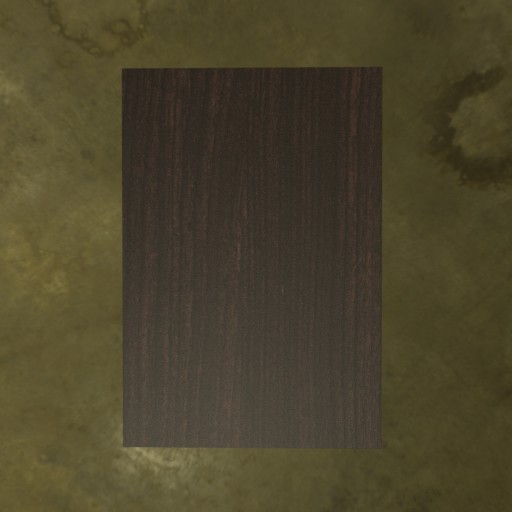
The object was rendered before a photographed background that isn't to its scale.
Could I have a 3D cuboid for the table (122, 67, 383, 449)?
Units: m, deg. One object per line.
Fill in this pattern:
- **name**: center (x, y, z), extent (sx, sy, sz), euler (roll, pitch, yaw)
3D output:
- **table**: center (0.000, 0.000, 1.043), extent (0.406, 0.711, 0.591), euler (0, 91, 1)
